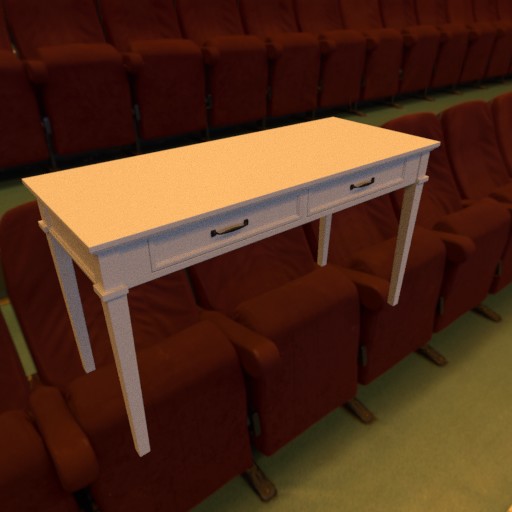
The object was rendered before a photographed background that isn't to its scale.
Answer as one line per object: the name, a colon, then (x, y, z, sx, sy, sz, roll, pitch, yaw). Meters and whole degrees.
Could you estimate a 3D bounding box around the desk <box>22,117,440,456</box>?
desk: (0.000, 0.000, 1.715, 1.372, 0.774, 0.559, -21, 36, -33)
